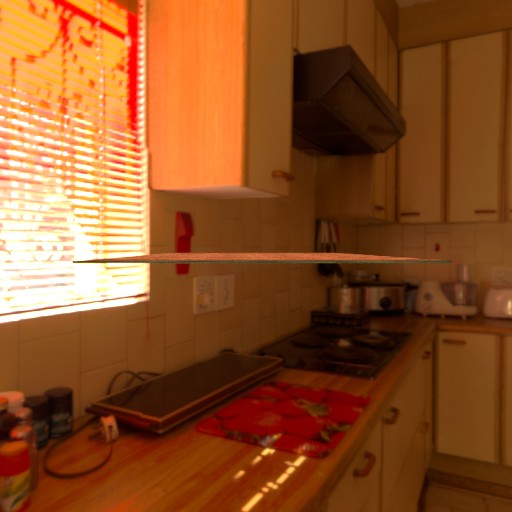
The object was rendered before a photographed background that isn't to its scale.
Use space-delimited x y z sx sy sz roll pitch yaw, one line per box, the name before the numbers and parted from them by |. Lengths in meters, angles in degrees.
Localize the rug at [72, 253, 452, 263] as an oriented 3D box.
rug | 0.000 0.000 2.322 1.221 0.009 1.825 0 1 -2
